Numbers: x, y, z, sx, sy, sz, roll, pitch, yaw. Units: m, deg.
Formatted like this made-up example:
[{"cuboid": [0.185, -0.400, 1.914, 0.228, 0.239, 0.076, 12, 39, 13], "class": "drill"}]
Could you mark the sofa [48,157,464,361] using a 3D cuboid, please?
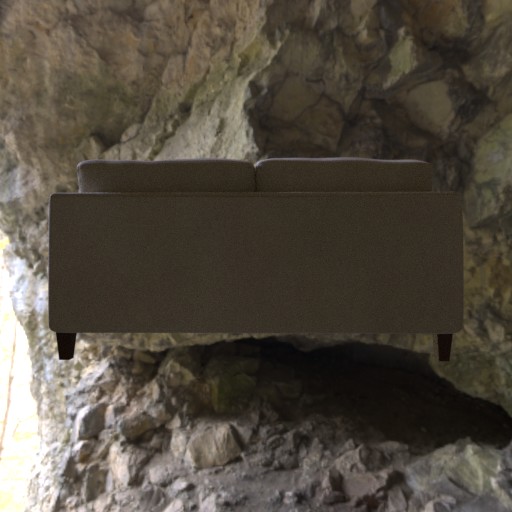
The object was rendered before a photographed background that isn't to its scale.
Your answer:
[{"cuboid": [0.000, 0.000, 2.396, 1.846, 0.940, 0.950, 0, -1, 1], "class": "sofa"}]
